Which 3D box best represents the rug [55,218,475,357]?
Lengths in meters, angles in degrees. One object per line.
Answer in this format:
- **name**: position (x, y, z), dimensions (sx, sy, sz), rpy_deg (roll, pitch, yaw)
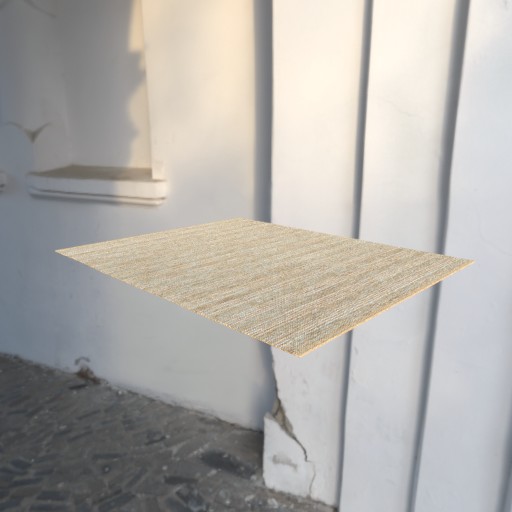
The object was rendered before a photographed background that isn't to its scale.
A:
- **rug**: position (0.000, 0.000, 4.105), dimensions (3.034, 0.012, 2.471), rpy_deg (14, 21, 43)
